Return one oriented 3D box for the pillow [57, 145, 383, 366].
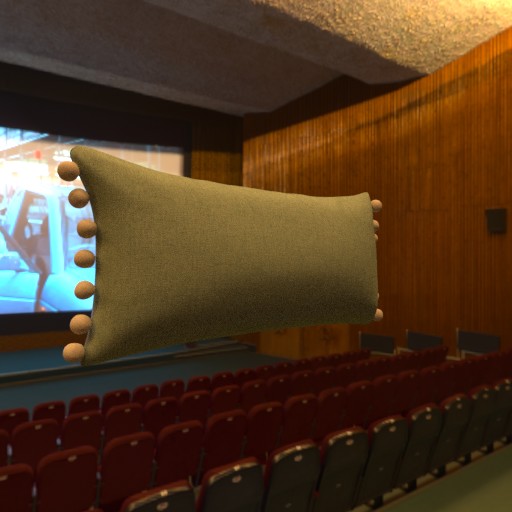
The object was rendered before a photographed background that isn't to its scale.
[{"bbox_3d":[0.000,0.000,0.839,0.709,0.322,0.201,0,0,-36],"label":"pillow"}]
